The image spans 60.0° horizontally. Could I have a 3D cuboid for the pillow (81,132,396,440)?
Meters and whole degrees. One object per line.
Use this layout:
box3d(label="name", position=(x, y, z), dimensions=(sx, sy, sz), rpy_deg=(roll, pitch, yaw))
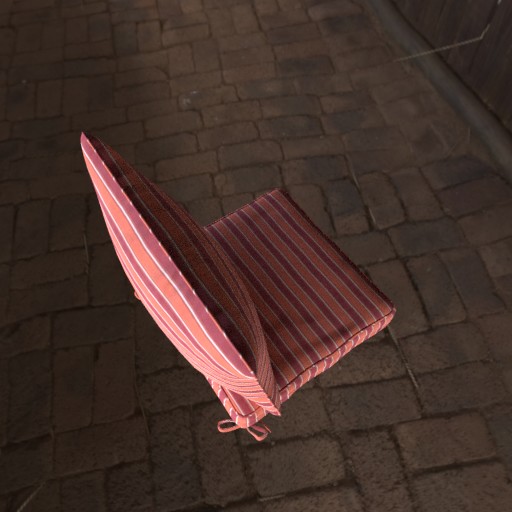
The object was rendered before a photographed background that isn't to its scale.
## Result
box3d(label="pillow", position=(0.000, 0.000, 1.363), dimensions=(0.733, 0.723, 0.799), rpy_deg=(-30, 62, -18))
